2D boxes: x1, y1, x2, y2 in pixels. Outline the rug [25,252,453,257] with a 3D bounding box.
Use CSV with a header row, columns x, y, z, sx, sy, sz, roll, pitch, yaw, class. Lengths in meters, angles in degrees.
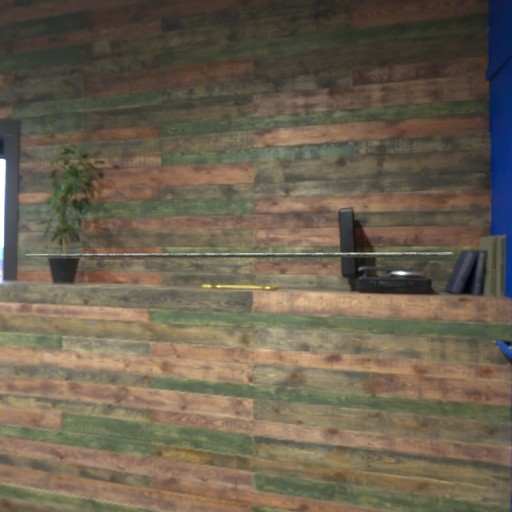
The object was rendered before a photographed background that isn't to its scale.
x,y,z,sx,sy,sz,roll,pitch,yaw,class
0.000,0.000,3.005,2.261,0.013,1.676,0,0,17,rug
